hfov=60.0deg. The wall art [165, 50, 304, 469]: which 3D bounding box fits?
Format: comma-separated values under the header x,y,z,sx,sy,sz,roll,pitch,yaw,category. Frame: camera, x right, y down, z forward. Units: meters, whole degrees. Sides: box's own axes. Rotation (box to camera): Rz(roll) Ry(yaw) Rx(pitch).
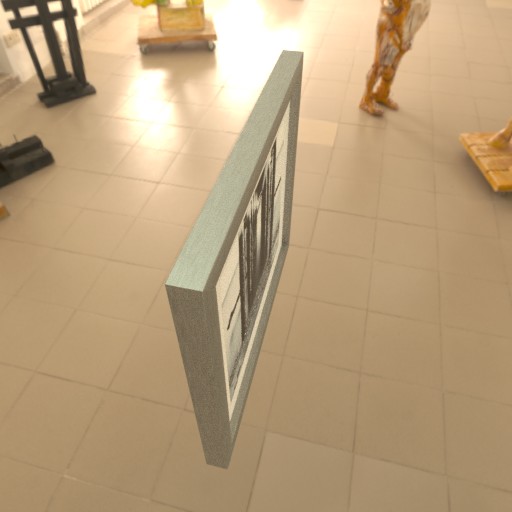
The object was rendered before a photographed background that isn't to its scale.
x,y,z,sx,sy,sz,roll,pitch,yaw,category
0.000,0.000,0.527,0.028,0.330,0.380,10,47,9,wall art
